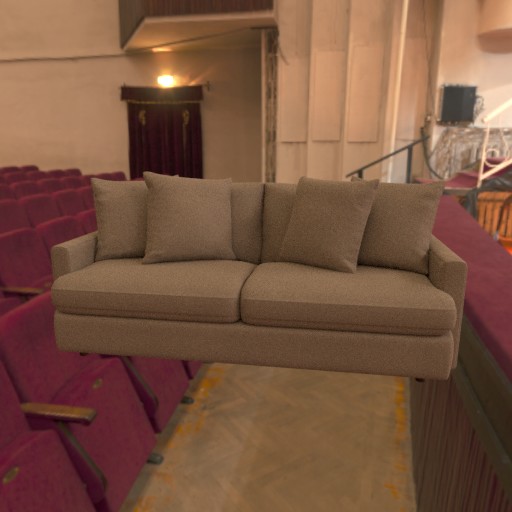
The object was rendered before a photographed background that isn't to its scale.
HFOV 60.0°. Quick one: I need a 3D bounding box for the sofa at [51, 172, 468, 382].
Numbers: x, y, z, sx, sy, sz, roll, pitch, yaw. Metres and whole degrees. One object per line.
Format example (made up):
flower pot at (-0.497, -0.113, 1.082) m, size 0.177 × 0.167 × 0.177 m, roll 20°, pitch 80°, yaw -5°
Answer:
sofa at (0.000, 0.000, 2.928) m, size 2.380 × 1.084 × 1.228 m, roll 2°, pitch 14°, yaw 9°
